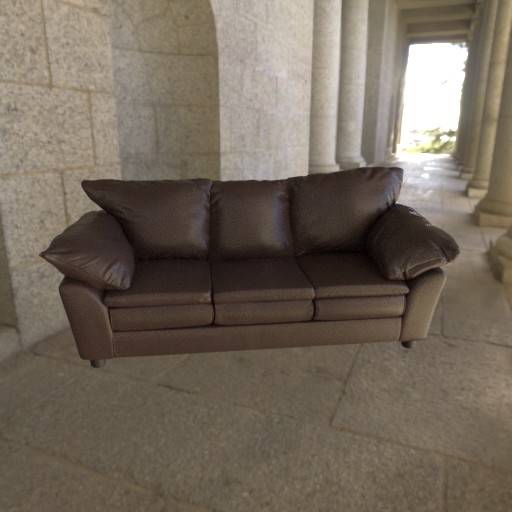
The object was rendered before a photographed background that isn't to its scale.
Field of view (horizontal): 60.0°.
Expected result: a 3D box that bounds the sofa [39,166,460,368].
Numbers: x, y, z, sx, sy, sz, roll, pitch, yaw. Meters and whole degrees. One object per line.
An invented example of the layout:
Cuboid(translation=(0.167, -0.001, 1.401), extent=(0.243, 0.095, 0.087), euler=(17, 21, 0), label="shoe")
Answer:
Cuboid(translation=(0.000, 0.000, 2.903), extent=(2.390, 1.091, 0.907), euler=(-2, 16, -7), label="sofa")
